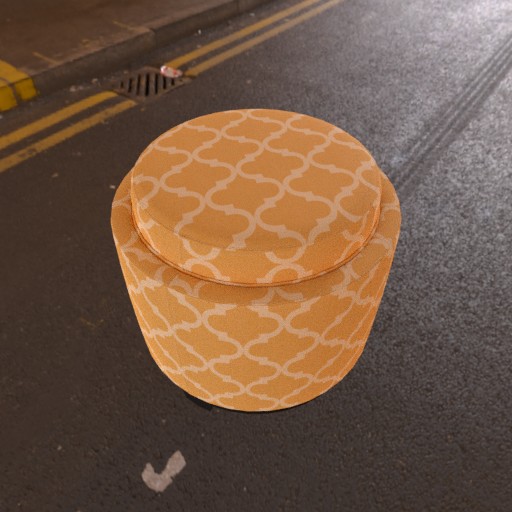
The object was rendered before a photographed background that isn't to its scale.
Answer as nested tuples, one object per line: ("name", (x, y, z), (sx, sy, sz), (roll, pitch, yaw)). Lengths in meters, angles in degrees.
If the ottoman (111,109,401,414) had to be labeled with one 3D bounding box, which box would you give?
("ottoman", (0.000, 0.000, 0.838), (0.480, 0.429, 0.480), (0, 45, 0))
